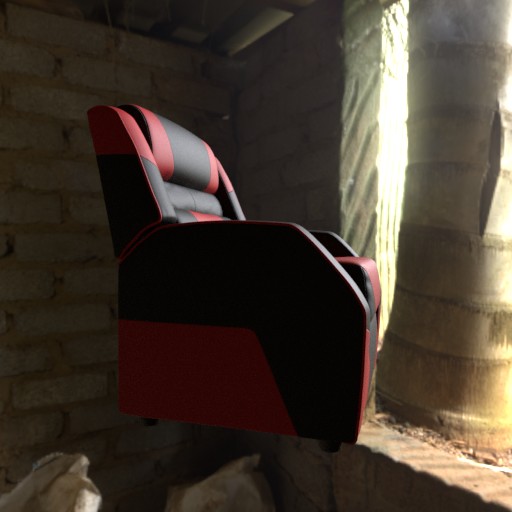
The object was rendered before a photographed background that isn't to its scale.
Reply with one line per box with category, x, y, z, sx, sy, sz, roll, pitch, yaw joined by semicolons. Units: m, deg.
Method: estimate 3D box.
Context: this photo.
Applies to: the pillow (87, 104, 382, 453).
pillow;0.000;0.000;1.258;0.672;0.805;0.620;0;1;18
